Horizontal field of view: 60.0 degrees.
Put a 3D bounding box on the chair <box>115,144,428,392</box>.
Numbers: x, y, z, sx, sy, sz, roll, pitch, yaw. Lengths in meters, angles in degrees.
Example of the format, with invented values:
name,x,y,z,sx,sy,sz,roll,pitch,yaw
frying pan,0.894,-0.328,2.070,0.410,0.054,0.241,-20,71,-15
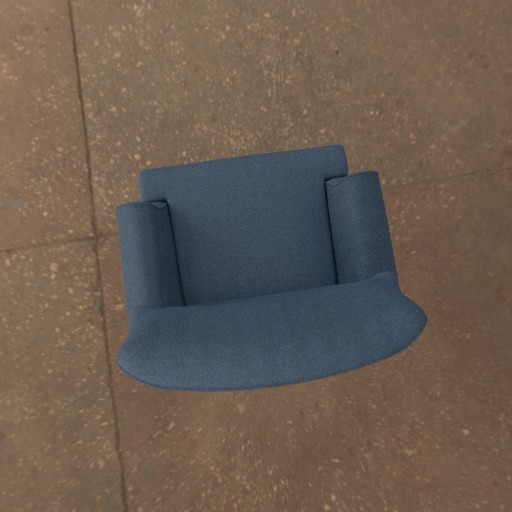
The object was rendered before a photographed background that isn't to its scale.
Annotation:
name,x,y,z,sx,sy,sz,roll,pitch,yaw
chair,0.000,0.000,1.409,0.770,0.878,0.754,-8,77,-2
